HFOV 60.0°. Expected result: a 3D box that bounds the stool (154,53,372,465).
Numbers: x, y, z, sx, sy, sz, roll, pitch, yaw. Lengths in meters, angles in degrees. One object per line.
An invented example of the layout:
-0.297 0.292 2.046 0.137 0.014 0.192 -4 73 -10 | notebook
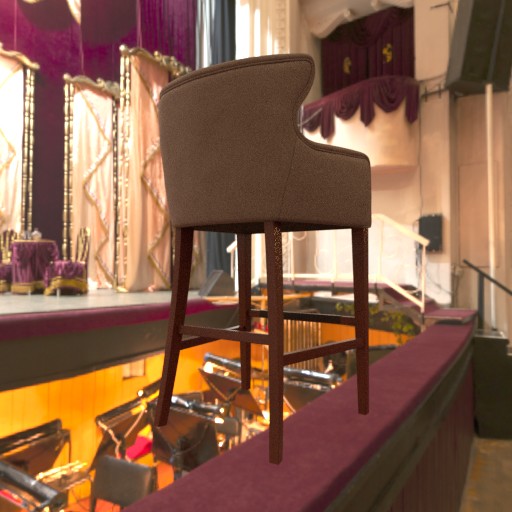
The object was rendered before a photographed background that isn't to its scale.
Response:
0.000 0.000 1.421 0.575 1.047 0.575 -1 -2 36 | stool
